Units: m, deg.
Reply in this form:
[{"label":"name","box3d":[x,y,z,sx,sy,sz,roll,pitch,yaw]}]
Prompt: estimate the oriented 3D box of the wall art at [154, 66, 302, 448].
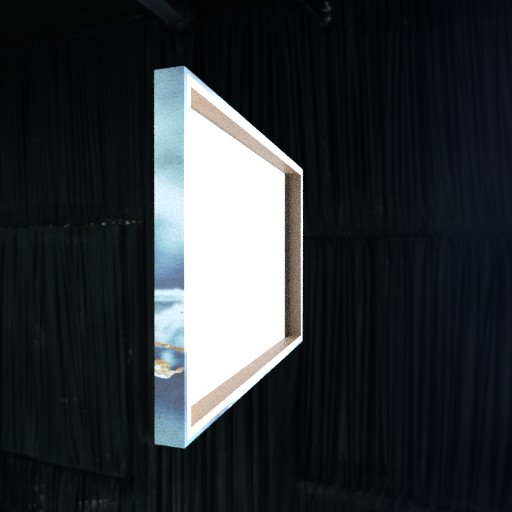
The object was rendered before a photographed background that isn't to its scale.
[{"label":"wall art","box3d":[0.000,0.000,0.764,0.036,0.405,0.607,0,0,18]}]
